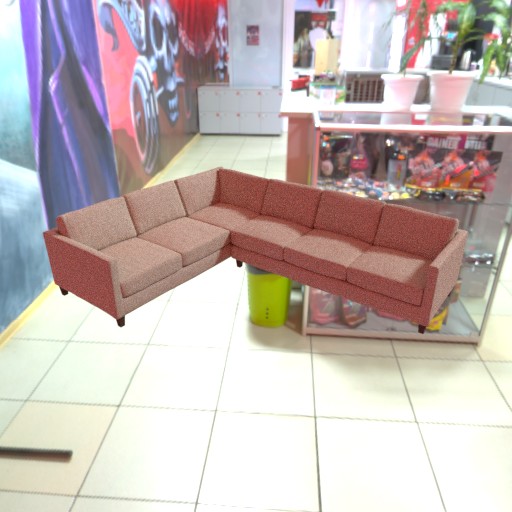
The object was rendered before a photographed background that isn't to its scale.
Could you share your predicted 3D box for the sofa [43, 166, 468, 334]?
[{"bbox_3d":[0.000,0.000,4.237,3.182,0.863,2.432,19,32,33],"label":"sofa"}]
